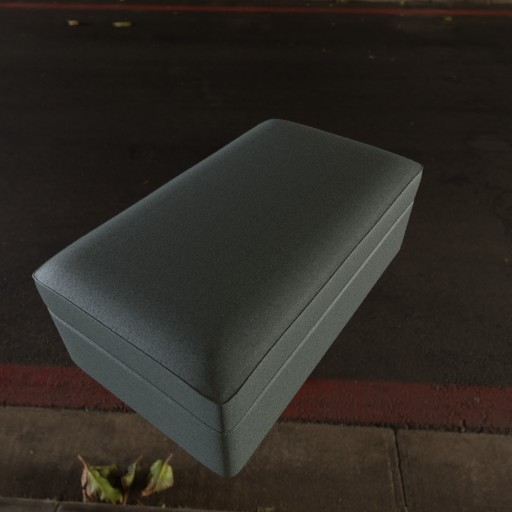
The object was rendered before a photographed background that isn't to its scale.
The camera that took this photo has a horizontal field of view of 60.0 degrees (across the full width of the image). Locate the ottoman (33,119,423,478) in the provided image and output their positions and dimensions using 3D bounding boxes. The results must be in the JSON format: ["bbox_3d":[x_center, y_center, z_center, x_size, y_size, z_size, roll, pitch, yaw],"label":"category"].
[{"bbox_3d":[0.000,0.000,1.515,0.681,0.494,1.173,26,48,26],"label":"ottoman"}]
